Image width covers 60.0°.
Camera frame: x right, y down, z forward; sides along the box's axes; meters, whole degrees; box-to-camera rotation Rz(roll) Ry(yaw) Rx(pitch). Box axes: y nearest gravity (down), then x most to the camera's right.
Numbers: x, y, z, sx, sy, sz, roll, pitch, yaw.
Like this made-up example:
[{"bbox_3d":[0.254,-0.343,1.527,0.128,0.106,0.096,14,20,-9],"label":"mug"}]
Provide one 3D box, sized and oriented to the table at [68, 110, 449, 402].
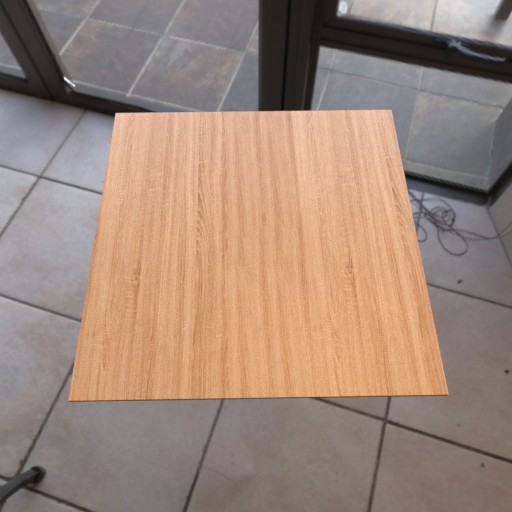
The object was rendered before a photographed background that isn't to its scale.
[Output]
[{"bbox_3d":[0.000,0.000,1.369,0.890,0.305,0.890,-1,64,0],"label":"table"}]
